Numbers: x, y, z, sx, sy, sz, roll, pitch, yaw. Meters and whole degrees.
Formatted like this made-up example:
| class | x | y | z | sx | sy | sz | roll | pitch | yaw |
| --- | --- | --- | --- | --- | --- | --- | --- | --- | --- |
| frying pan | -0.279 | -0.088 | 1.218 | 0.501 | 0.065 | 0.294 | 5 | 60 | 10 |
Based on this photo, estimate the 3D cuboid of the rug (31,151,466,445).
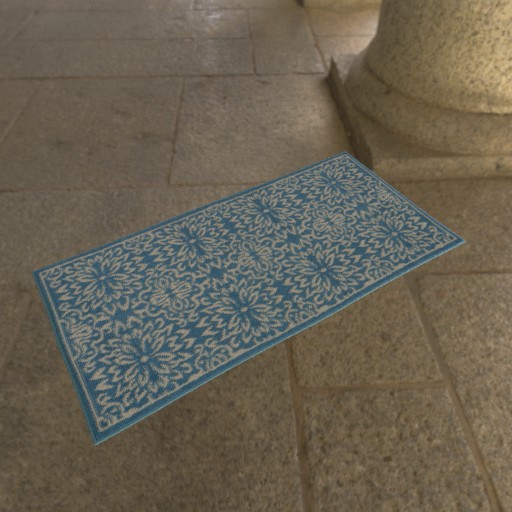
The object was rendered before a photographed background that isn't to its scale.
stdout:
| class | x | y | z | sx | sy | sz | roll | pitch | yaw |
| --- | --- | --- | --- | --- | --- | --- | --- | --- | --- |
| rug | 0.000 | 0.000 | 1.378 | 1.219 | 0.007 | 0.604 | -24 | 51 | -21 |
